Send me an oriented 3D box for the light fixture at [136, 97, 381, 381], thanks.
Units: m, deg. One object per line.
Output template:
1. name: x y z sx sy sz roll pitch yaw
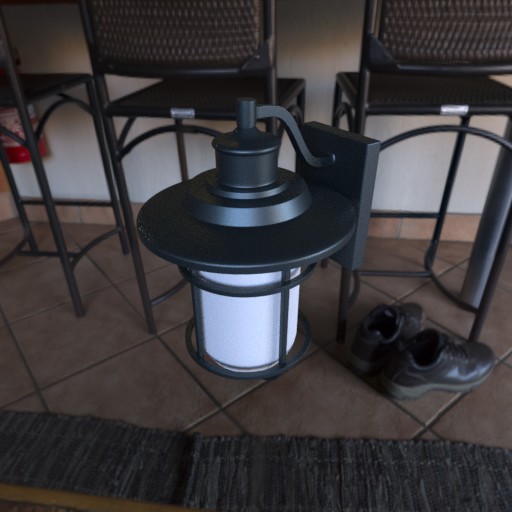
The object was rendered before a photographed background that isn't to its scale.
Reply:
1. light fixture: 0.000 0.000 0.503 0.252 0.345 0.222 -20 37 -30
